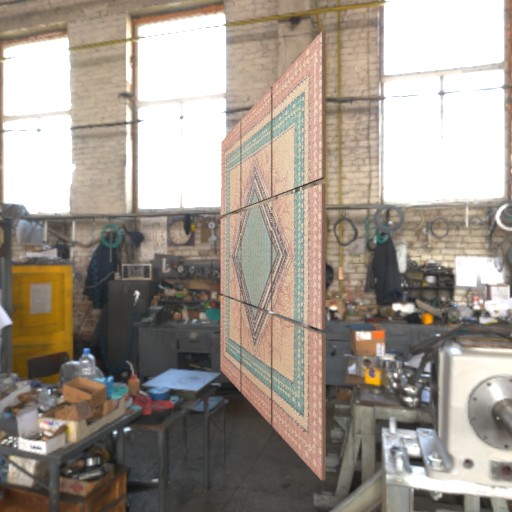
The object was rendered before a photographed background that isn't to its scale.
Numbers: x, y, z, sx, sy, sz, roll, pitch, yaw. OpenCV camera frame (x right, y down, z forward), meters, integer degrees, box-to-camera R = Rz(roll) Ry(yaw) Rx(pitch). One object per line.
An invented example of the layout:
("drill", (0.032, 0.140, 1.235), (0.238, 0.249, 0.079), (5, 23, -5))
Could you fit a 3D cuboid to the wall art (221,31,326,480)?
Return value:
("wall art", (0.000, 0.000, 2.233), (0.014, 1.525, 1.527), (0, 0, -18))
